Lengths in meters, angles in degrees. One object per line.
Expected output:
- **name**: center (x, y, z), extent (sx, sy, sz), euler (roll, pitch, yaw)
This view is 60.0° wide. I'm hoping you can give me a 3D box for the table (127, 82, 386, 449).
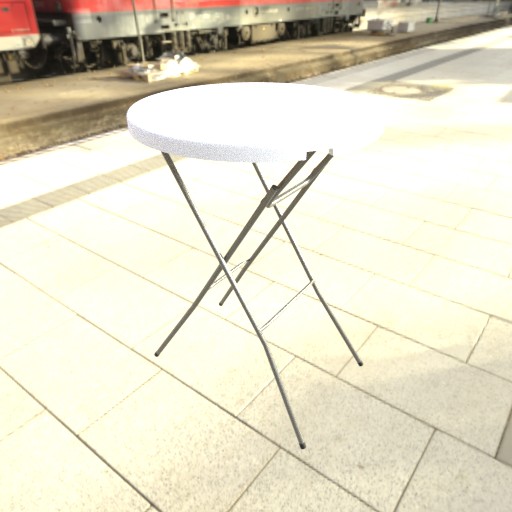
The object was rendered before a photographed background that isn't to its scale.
- **table**: center (0.000, 0.000, 1.680), extent (0.795, 1.105, 0.792), euler (20, 37, 30)
